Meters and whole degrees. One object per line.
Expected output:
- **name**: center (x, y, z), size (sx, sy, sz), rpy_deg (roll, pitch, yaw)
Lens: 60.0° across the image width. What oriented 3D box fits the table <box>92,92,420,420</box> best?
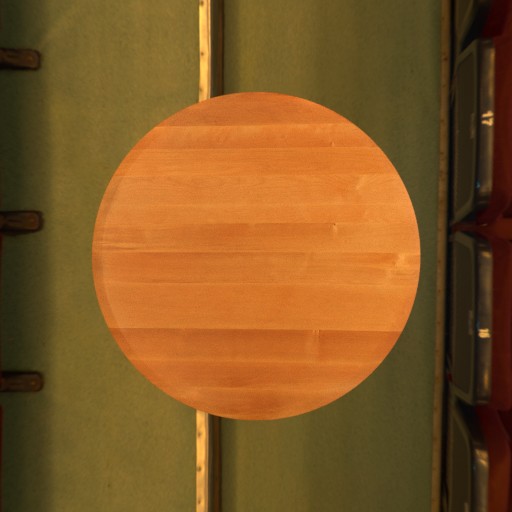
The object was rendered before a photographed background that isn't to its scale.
- **table**: center (0.000, 0.000, 1.407), size (0.900, 0.400, 0.900), rpy_deg (0, 91, -1)
